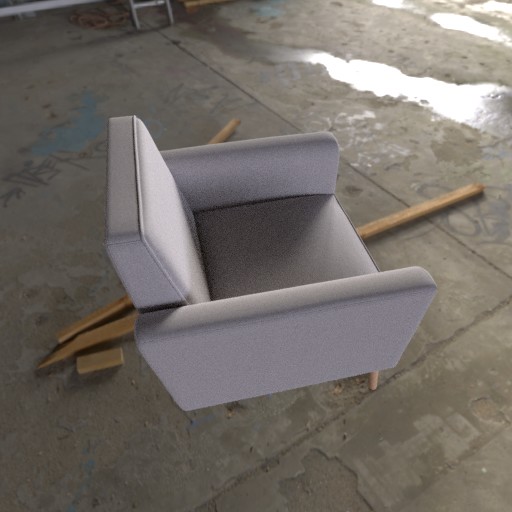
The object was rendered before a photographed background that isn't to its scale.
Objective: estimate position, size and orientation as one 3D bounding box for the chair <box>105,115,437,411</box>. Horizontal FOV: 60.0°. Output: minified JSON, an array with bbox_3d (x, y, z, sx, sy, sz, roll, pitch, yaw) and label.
[{"bbox_3d":[0.000,0.000,1.400,0.750,0.780,0.780,-9,45,-9],"label":"chair"}]
